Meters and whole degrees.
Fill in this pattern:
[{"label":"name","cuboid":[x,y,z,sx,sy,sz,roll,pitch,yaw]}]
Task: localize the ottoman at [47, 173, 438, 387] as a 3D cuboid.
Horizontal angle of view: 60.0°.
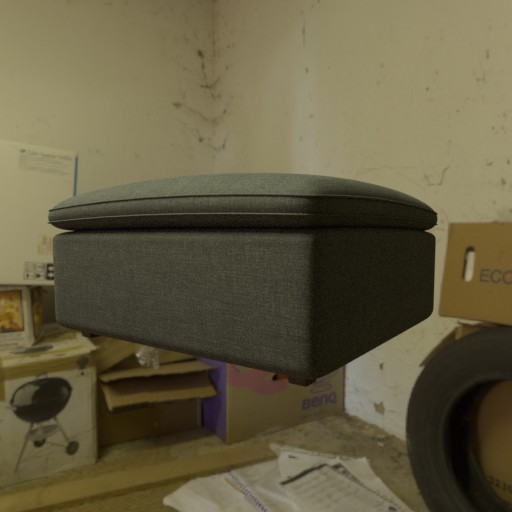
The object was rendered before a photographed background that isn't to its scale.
[{"label":"ottoman","cuboid":[0.000,0.000,1.653,1.067,0.559,1.067,2,3,36]}]
